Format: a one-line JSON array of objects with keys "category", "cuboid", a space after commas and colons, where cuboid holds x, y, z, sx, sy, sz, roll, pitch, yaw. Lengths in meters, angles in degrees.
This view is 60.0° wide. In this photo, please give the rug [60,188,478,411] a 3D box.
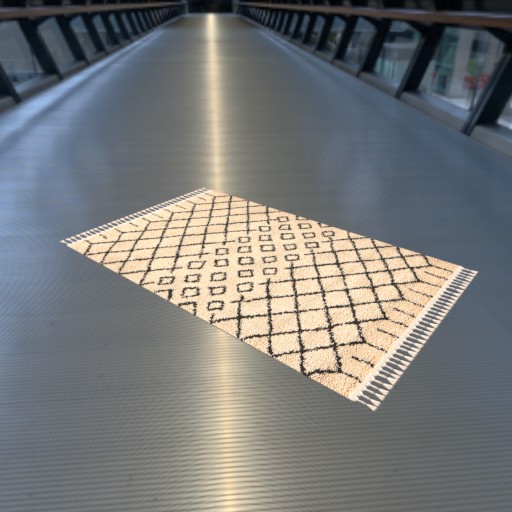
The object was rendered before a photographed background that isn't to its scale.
[{"category": "rug", "cuboid": [0.000, 0.000, 2.451, 2.006, 0.008, 1.196, 21, 35, 34]}]
